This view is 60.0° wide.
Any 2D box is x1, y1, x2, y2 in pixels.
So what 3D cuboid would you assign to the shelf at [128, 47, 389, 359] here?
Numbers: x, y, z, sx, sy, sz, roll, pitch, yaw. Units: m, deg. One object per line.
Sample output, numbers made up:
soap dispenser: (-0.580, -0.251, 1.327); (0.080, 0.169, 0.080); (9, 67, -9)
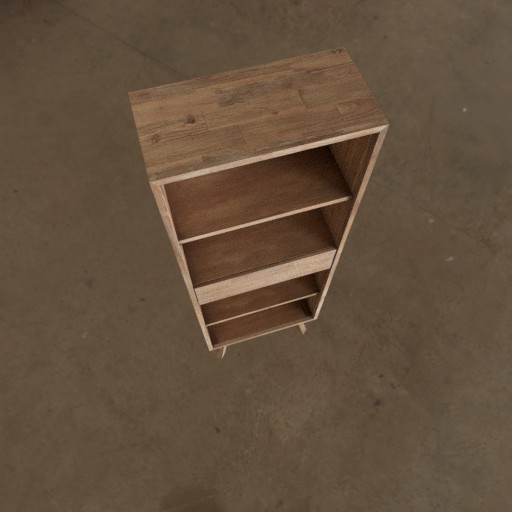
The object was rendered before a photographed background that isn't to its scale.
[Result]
shelf: (0.000, 0.000, 1.512); (0.491, 1.342, 0.267); (-15, 64, -8)
